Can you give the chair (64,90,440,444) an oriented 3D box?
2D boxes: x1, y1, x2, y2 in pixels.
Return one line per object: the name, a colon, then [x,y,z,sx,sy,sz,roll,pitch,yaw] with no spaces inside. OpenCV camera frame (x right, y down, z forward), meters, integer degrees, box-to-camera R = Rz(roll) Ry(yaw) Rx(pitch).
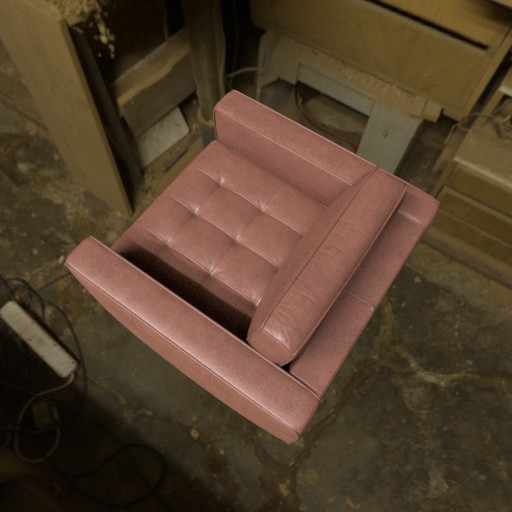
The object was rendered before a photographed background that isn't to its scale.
chair: [0.000,0.000,1.575,0.900,0.770,0.920,32,69,14]
